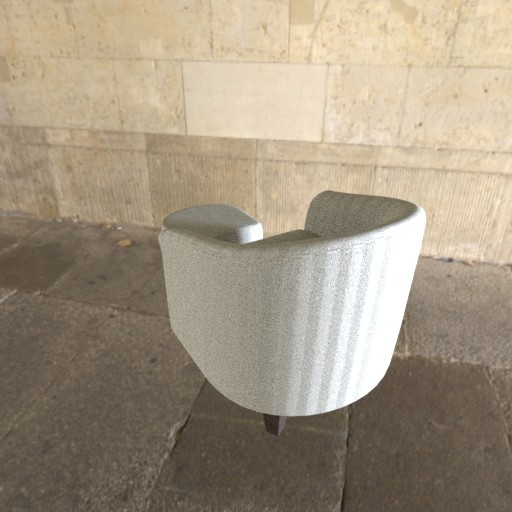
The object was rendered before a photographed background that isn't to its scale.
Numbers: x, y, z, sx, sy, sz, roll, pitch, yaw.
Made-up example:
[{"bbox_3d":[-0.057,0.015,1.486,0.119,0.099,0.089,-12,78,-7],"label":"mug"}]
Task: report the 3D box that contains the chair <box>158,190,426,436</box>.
[{"bbox_3d":[0.000,0.000,1.765,0.756,0.757,1.288,-16,33,-27],"label":"chair"}]
